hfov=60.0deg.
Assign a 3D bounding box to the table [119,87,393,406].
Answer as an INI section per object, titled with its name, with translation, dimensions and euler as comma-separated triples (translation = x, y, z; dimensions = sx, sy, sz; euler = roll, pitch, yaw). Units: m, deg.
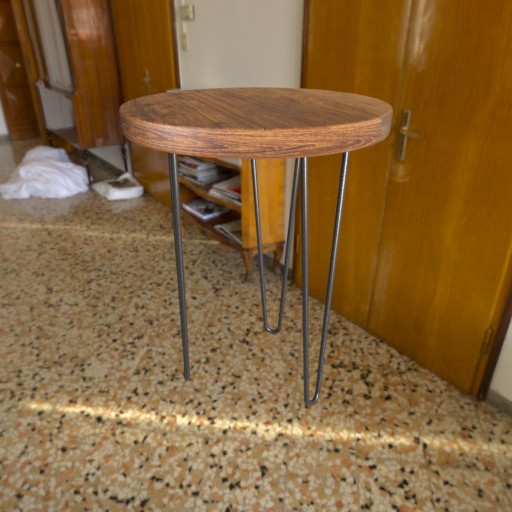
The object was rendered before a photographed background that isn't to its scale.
[table]
translation = 0.000, 0.000, 0.787
dimensions = 0.400, 0.520, 0.400
euler = 0, 27, 0
